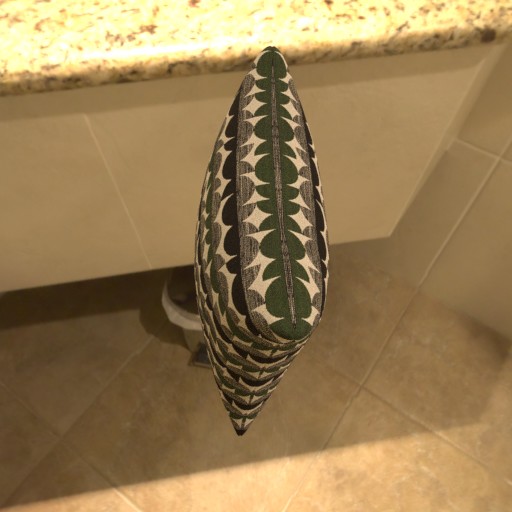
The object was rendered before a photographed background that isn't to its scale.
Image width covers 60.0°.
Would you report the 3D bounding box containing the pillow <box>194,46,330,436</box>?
[{"bbox_3d":[0.000,0.000,0.643,0.180,0.404,0.419,-1,58,-1],"label":"pillow"}]
